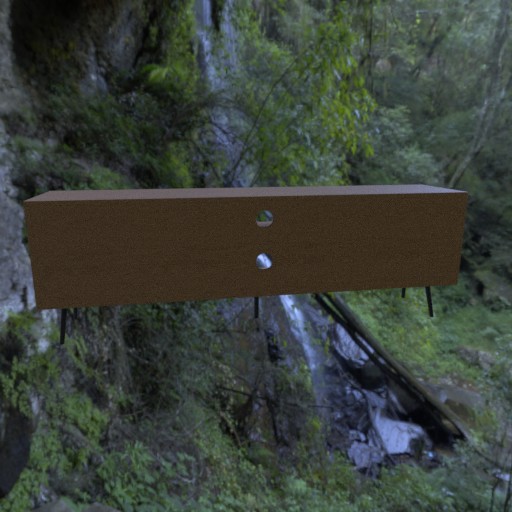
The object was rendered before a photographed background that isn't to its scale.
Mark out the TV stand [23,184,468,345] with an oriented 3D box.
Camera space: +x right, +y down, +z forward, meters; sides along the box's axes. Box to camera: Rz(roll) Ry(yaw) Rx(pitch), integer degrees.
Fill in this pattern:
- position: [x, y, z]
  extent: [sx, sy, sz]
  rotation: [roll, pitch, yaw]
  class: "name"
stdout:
- position: [0.000, 0.000, 1.992]
  extent: [1.760, 0.580, 0.400]
  rotation: [-3, 14, -10]
  class: "TV stand"
